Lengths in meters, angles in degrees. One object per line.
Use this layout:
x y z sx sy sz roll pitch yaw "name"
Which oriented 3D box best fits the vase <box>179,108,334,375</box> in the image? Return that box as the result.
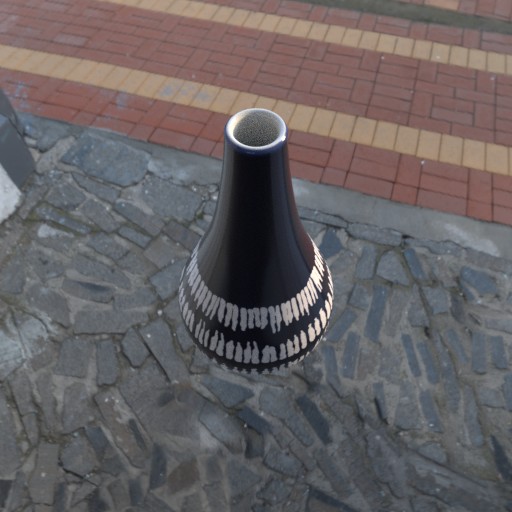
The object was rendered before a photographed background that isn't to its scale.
0.000 0.000 0.394 0.159 0.295 0.159 0 58 0 "vase"
